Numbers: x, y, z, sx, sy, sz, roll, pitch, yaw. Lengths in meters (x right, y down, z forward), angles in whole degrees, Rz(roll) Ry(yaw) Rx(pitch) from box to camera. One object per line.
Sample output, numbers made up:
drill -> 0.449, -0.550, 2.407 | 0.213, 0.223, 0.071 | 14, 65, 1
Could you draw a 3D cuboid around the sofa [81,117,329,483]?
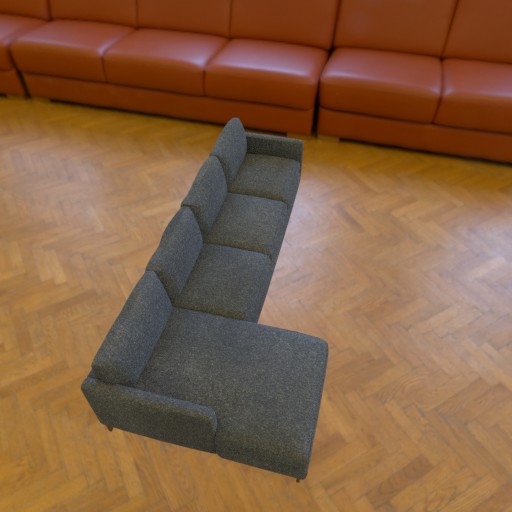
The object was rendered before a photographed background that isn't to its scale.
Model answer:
sofa -> 0.000, 0.000, 3.491 | 1.350, 0.810, 2.932 | 10, 47, 10
